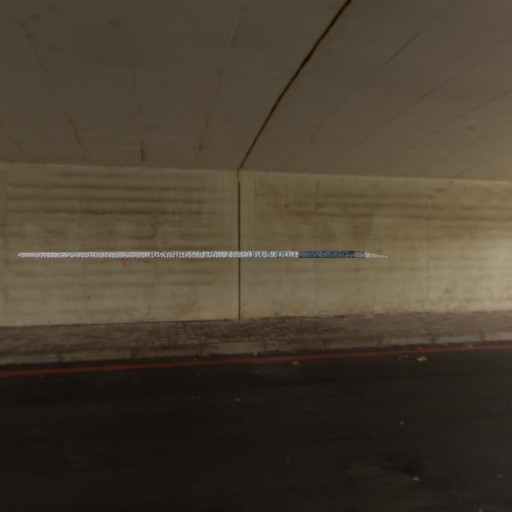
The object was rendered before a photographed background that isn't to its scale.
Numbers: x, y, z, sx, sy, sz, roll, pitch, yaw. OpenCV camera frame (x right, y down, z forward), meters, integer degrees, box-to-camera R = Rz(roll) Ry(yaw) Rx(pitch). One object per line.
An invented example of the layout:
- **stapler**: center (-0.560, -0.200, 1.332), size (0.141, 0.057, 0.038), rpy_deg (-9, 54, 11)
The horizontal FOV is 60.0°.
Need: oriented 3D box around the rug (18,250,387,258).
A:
- **rug**: center (0.000, 0.000, 2.314), size (1.238, 0.020, 1.847), rpy_deg (0, 0, 19)
